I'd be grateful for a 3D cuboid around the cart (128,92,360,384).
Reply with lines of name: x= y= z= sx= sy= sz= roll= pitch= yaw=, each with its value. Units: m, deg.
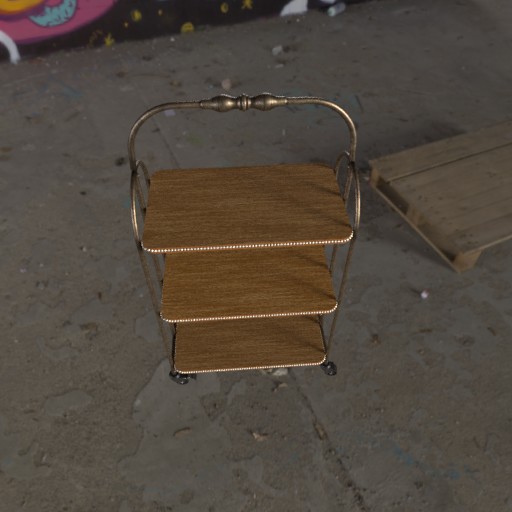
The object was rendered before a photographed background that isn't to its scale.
cart: x=0.000 y=0.000 z=1.367 sx=0.650 sy=1.052 sz=0.330 roll=-3 pitch=47 yaw=-3
